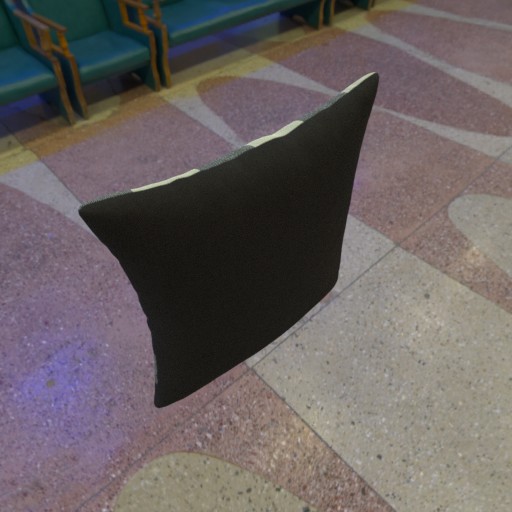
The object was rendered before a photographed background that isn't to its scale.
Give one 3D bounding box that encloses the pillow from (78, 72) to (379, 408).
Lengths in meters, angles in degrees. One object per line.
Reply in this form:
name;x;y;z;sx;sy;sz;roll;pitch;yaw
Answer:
pillow;0.000;0.000;0.781;0.511;0.509;0.161;-32;55;-26
